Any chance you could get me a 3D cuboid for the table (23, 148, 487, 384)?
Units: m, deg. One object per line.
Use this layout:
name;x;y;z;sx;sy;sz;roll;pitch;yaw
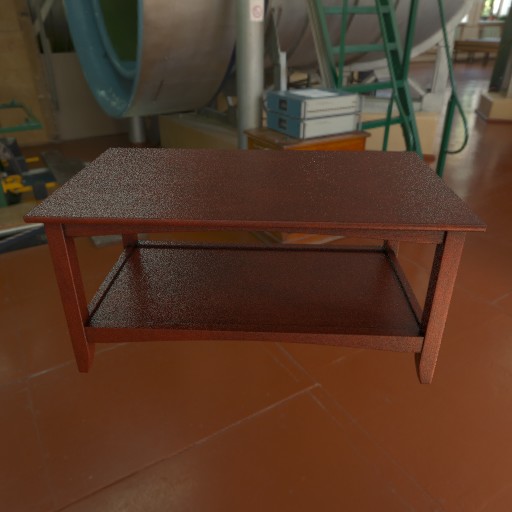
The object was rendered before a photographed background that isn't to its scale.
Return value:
table;0.000;0.000;1.239;0.943;0.456;0.533;1;29;2
